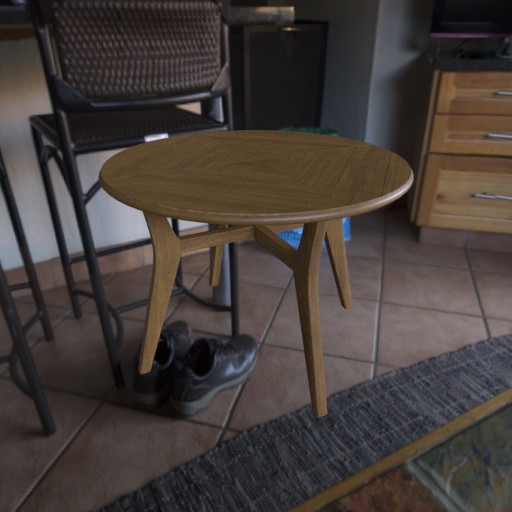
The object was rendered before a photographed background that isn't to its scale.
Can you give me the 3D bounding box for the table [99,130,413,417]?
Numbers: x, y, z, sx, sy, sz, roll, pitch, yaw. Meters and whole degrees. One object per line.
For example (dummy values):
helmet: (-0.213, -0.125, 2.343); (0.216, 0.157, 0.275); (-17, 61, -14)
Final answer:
table: (0.000, 0.000, 1.722); (1.055, 0.757, 1.055); (0, 27, 0)
